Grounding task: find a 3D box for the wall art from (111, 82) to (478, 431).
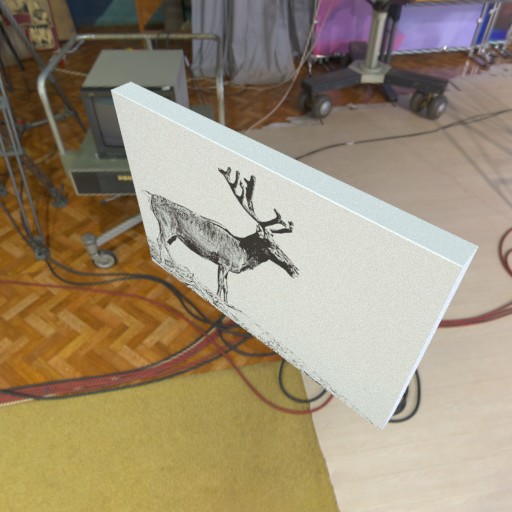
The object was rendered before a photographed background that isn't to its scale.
[{"bbox_3d":[0.000,0.000,0.759,0.608,0.414,0.042,32,54,27],"label":"wall art"}]
